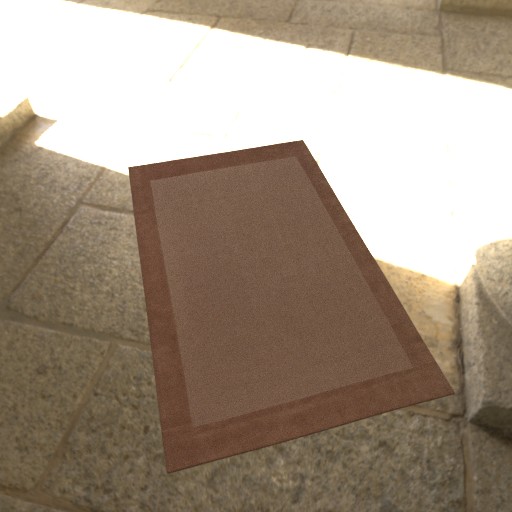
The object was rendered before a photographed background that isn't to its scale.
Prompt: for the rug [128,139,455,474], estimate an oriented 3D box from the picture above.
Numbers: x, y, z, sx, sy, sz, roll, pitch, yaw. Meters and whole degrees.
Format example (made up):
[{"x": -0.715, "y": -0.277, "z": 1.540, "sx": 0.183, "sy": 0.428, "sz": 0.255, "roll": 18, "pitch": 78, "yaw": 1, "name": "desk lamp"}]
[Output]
[{"x": 0.000, "y": 0.000, "z": 2.994, "sx": 1.524, "sy": 0.014, "sz": 2.438, "roll": -11, "pitch": 49, "yaw": -10, "name": "rug"}]
